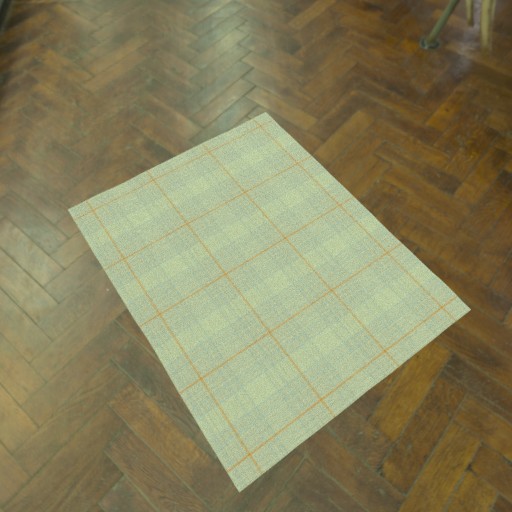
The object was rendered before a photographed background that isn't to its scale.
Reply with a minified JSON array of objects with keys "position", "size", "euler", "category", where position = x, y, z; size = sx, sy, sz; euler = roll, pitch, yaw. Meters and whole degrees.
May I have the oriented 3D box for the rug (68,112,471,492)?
[{"position":[0.000,0.000,4.136],"size":[2.448,0.021,3.051],"euler":[-31,64,-17],"category":"rug"}]
